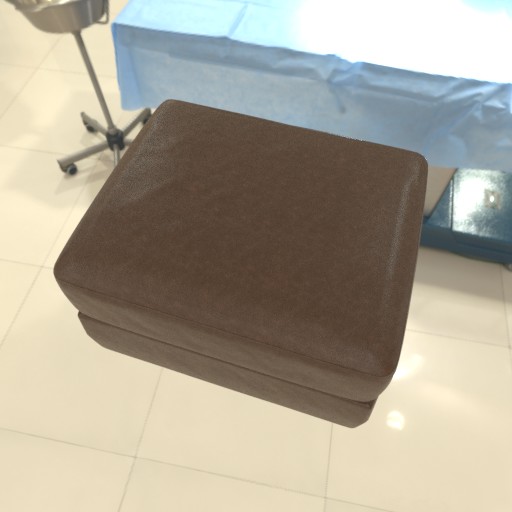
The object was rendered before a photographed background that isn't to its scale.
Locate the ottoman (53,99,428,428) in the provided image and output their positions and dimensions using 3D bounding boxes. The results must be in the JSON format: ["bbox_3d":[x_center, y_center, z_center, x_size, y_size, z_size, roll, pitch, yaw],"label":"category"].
[{"bbox_3d":[0.000,0.000,1.143,0.751,0.476,0.603,15,59,9],"label":"ottoman"}]
